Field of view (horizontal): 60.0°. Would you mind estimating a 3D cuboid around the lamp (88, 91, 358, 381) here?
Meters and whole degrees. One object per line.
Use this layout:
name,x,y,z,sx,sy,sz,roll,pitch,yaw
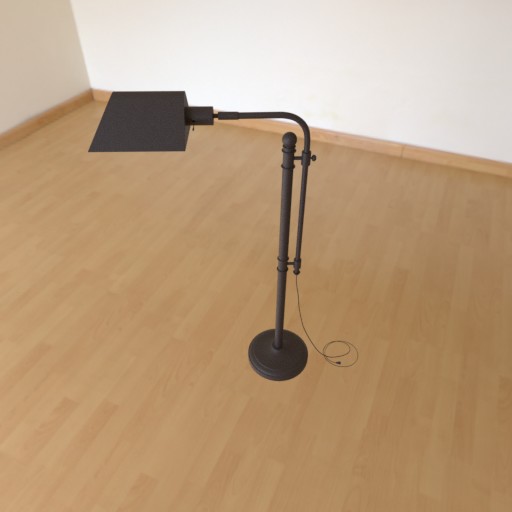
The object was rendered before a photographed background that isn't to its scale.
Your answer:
lamp,0.000,0.000,0.948,0.545,0.708,0.159,-1,41,-1
